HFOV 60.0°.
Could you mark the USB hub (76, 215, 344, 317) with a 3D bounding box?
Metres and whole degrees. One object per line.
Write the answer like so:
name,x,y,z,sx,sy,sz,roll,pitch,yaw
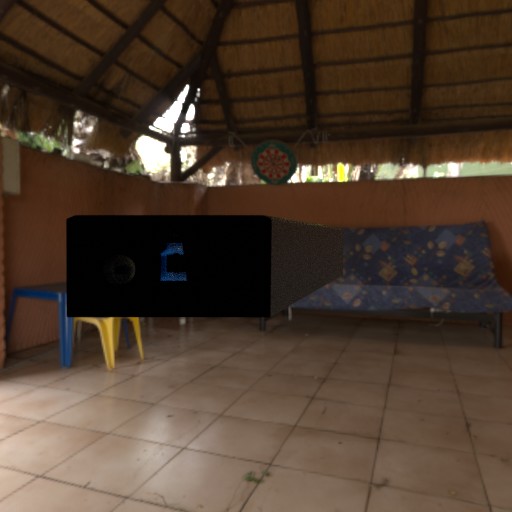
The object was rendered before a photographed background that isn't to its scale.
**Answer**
USB hub,0.000,0.000,0.159,0.044,0.023,0.145,1,2,19
